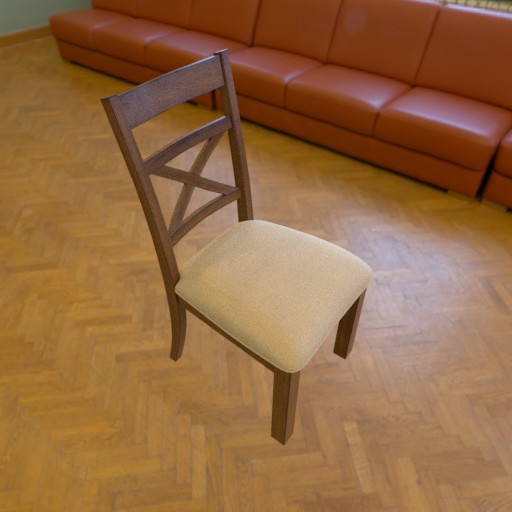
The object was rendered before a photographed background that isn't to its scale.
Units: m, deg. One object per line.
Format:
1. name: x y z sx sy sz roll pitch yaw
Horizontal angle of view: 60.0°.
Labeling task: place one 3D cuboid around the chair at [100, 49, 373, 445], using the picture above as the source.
1. chair: 0.000 0.000 1.287 0.581 0.949 0.461 27 48 26
